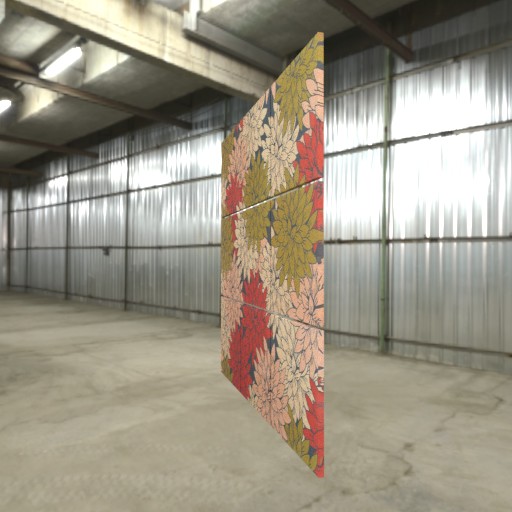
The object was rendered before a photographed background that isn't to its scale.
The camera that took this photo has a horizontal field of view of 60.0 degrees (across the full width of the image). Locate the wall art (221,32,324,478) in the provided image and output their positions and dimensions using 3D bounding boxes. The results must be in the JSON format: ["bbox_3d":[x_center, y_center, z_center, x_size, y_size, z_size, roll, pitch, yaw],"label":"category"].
[{"bbox_3d":[0.000,0.000,1.341,0.013,0.913,0.904,0,-1,-17],"label":"wall art"}]
